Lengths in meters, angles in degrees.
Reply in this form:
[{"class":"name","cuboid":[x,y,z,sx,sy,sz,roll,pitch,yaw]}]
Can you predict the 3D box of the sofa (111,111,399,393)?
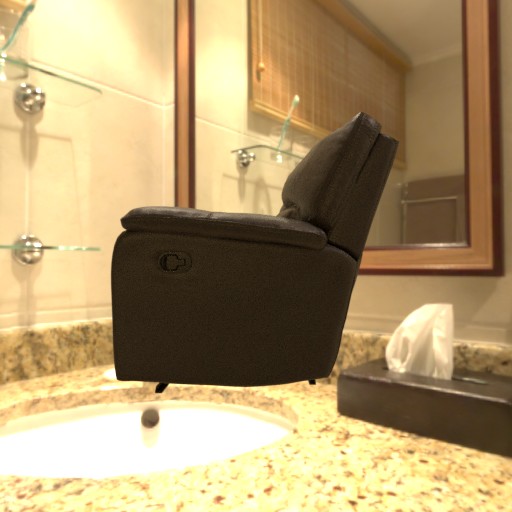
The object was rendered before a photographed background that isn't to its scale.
[{"class":"sofa","cuboid":[0.000,0.000,2.433,1.104,1.111,1.765,0,-1,2]}]
